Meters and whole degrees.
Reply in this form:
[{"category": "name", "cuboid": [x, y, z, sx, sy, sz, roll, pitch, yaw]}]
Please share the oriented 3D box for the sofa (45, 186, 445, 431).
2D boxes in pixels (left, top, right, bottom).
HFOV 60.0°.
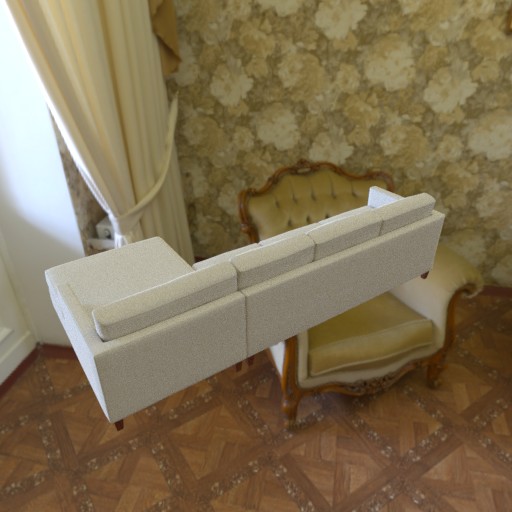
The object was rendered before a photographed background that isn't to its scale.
[{"category": "sofa", "cuboid": [0.000, 0.000, 4.186, 3.471, 0.954, 1.599, -20, 36, -29]}]
